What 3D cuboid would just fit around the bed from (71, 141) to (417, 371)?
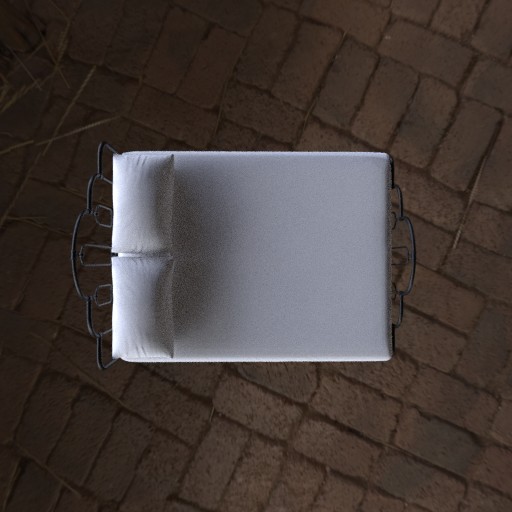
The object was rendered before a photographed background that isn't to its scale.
[{"bbox_3d":[0.000,0.000,3.306,2.181,1.444,1.626,0,89,-1],"label":"bed"}]
